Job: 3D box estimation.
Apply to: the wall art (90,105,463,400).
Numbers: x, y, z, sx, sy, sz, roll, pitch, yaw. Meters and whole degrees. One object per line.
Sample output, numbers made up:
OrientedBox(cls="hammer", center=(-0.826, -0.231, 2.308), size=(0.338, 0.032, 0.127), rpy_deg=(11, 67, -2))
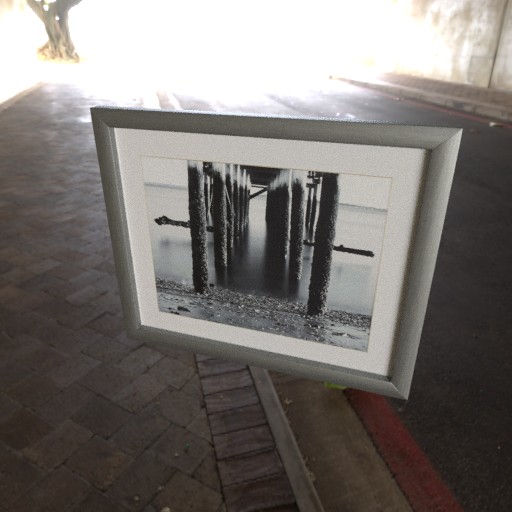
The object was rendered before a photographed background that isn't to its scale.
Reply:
OrientedBox(cls="wall art", center=(0.000, 0.000, 0.746), size=(0.556, 0.457, 0.028), rpy_deg=(8, 28, 16))
